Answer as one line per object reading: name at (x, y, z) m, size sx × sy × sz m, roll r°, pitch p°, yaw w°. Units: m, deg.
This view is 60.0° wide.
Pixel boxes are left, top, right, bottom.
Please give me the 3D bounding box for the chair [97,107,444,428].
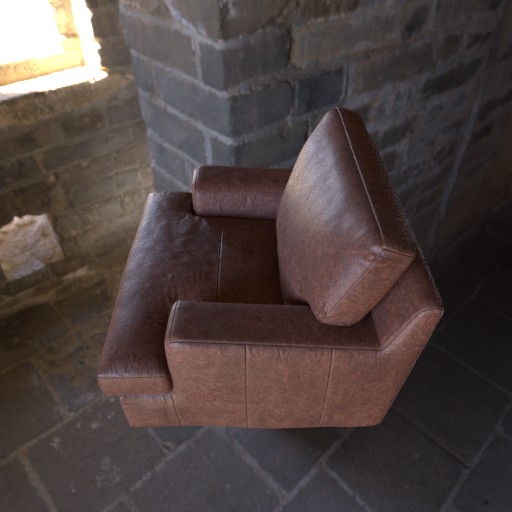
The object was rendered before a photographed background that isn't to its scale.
chair at (0.000, 0.000, 1.912) m, size 1.143 × 0.939 × 1.168 m, roll 0°, pitch 42°, yaw -1°
